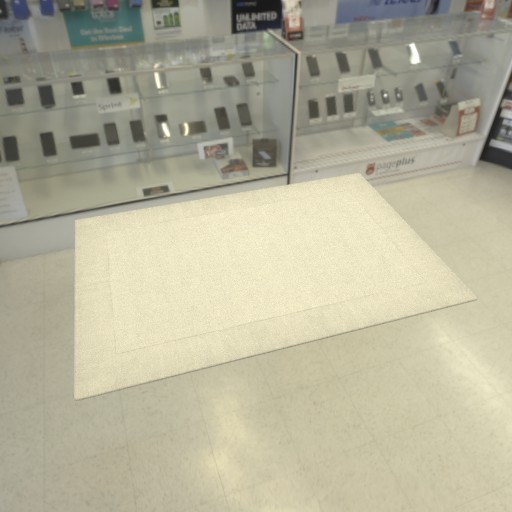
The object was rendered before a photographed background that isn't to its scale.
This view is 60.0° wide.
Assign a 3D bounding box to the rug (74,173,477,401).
[{"bbox_3d":[0.000,0.000,2.339,1.829,0.013,1.219,-11,42,-13],"label":"rug"}]
